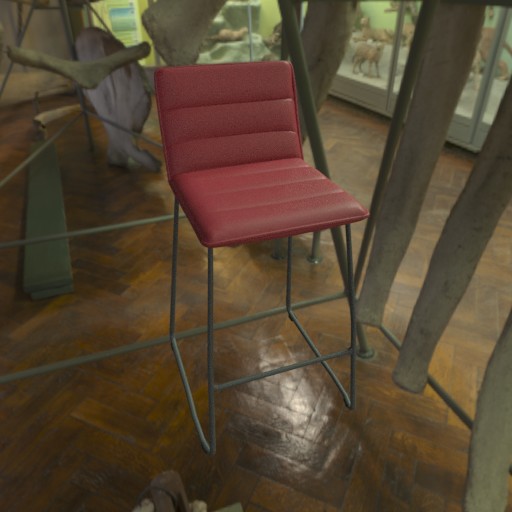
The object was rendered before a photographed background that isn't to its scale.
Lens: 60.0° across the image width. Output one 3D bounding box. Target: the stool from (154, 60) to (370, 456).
[{"bbox_3d":[0.000,0.000,1.242,0.489,0.937,0.524,-11,34,-17],"label":"stool"}]
